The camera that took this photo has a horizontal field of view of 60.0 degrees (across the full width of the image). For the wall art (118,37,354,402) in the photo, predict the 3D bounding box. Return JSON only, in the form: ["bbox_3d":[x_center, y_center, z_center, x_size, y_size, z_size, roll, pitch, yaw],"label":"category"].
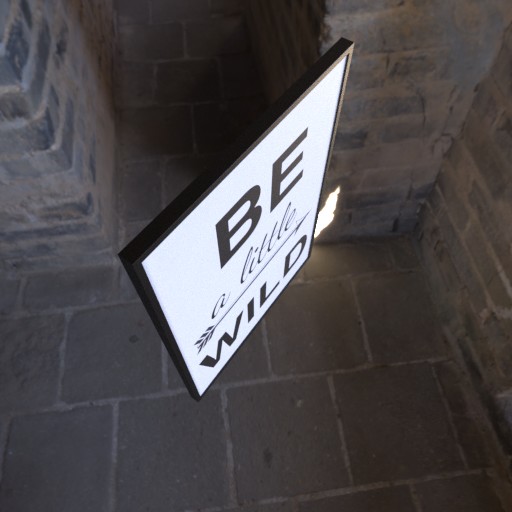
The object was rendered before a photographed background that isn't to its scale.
[{"bbox_3d":[0.000,0.000,1.421,0.038,1.062,0.806,32,64,18],"label":"wall art"}]
